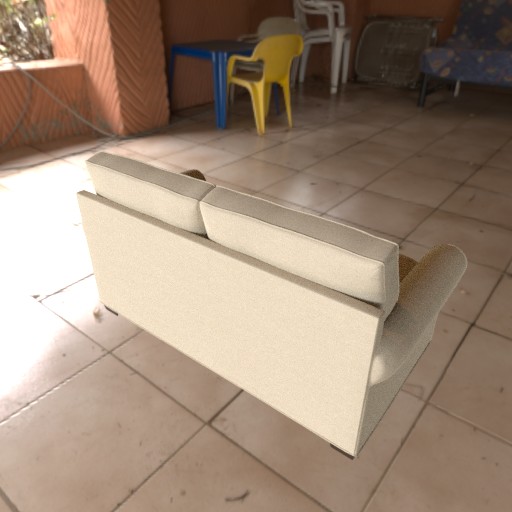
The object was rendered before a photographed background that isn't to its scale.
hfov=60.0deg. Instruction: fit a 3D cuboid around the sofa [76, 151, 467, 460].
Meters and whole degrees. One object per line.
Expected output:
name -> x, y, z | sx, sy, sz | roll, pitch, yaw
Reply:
sofa -> 0.000, 0.000, 2.215 | 1.774, 0.933, 0.861 | 22, 37, 31
